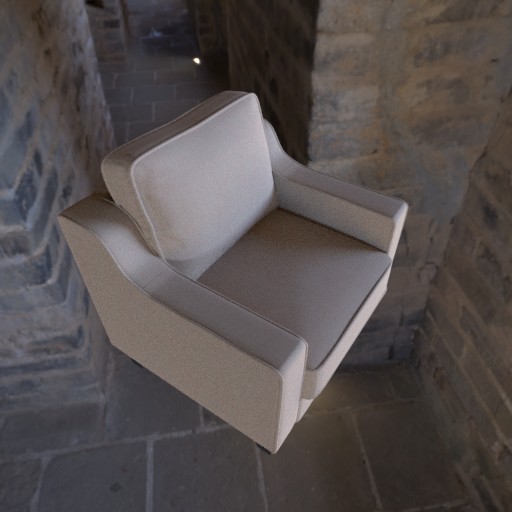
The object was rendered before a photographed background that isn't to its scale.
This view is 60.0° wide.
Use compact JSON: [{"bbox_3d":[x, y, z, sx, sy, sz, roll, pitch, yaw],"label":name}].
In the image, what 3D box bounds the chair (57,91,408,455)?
[{"bbox_3d":[0.000,0.000,1.662,0.882,0.948,0.922,25,48,25],"label":"chair"}]
